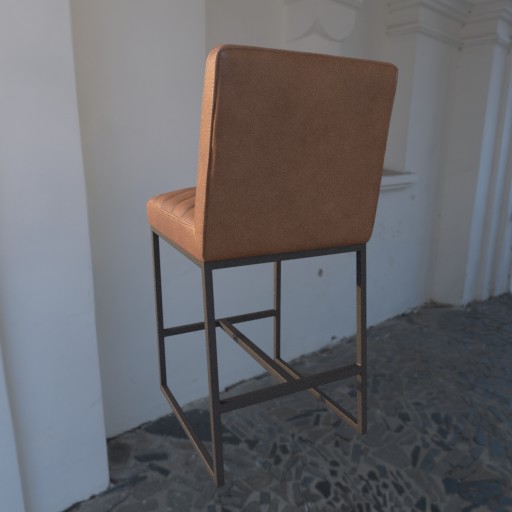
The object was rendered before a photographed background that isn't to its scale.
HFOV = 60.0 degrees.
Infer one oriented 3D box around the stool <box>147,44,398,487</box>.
[{"bbox_3d":[0.000,0.000,1.200,0.458,0.940,0.556,-7,15,-26],"label":"stool"}]
